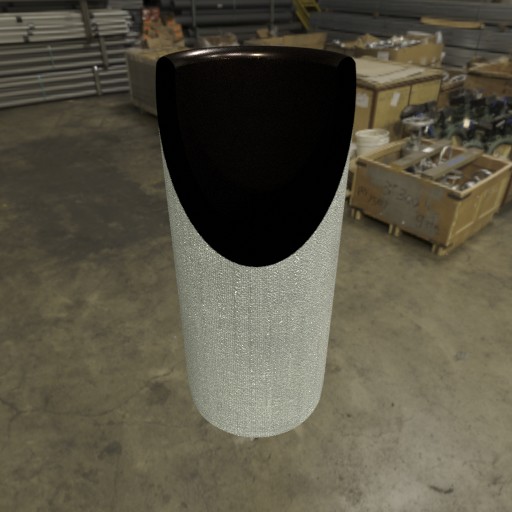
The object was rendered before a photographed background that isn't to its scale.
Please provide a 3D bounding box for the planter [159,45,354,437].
[{"bbox_3d":[0.000,0.000,0.125,0.045,0.103,0.045,-22,38,-31],"label":"planter"}]
